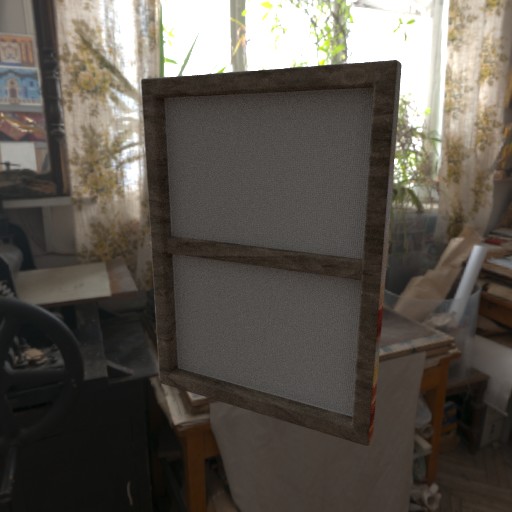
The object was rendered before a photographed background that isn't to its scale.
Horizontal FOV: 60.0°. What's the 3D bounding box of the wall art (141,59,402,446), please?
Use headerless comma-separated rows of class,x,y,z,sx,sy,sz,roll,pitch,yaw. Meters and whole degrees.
wall art,0.000,0.000,0.780,0.443,0.605,0.035,7,17,26
